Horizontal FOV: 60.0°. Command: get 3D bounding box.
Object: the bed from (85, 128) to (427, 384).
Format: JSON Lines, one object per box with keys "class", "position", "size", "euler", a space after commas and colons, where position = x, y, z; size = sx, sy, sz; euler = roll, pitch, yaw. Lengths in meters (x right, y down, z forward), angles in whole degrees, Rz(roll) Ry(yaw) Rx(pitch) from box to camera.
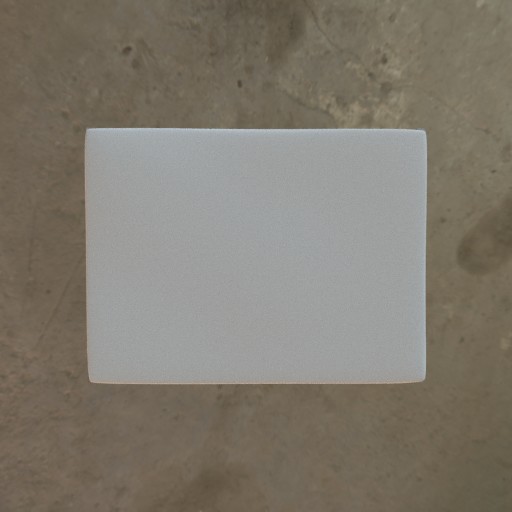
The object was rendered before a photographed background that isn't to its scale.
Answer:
{"class": "bed", "position": [0.000, 0.000, 2.785], "size": [2.108, 0.510, 1.604], "euler": [0, 91, -1]}
